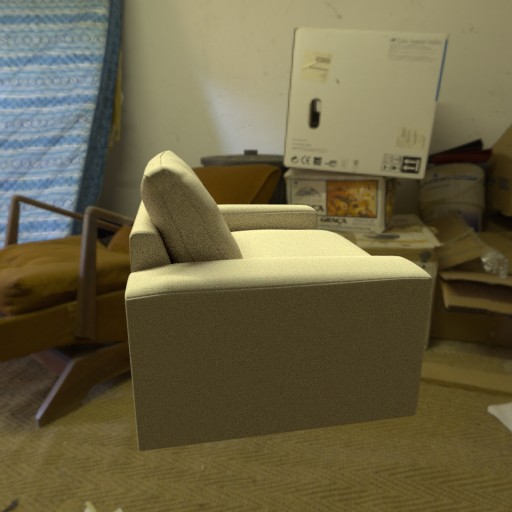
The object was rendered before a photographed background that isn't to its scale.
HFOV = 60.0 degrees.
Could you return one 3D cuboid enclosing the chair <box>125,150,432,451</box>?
[{"bbox_3d":[0.000,0.000,2.045,1.039,0.915,1.398,-3,16,-11],"label":"chair"}]
